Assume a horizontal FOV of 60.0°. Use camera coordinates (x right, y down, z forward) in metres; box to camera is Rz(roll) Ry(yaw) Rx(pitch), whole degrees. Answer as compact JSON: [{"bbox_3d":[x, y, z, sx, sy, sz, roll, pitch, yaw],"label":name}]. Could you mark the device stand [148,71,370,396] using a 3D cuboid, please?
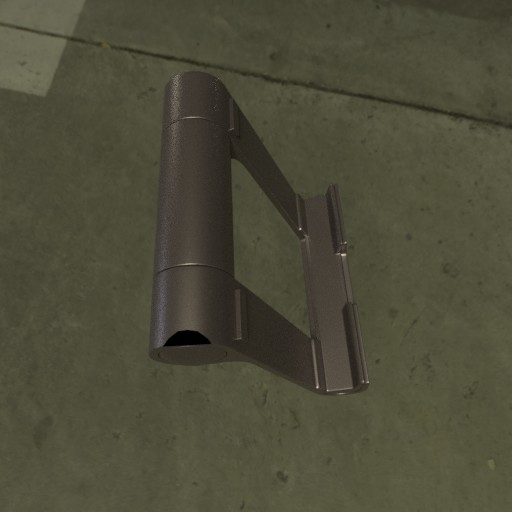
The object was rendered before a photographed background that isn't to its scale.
[{"bbox_3d":[0.000,0.000,0.155,0.079,0.084,0.088,-3,63,-1],"label":"device stand"}]
